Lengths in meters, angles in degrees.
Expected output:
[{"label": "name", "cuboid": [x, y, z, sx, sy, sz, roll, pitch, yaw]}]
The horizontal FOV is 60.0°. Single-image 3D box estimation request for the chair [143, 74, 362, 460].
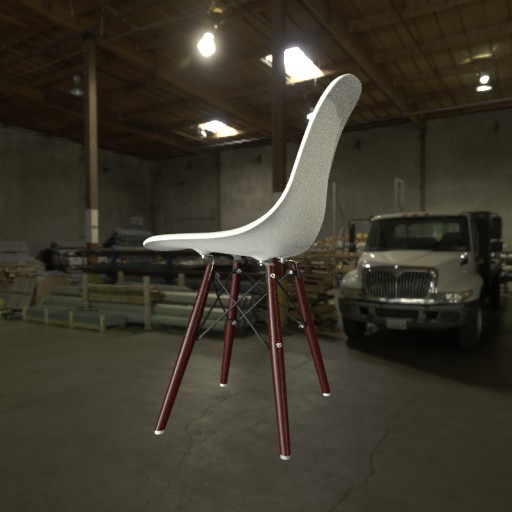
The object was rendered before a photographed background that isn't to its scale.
[{"label": "chair", "cuboid": [0.000, 0.000, 1.155, 0.533, 0.826, 0.470, 0, 1, 19]}]
